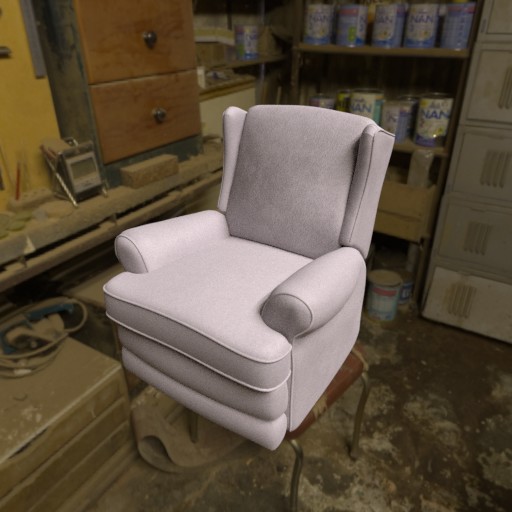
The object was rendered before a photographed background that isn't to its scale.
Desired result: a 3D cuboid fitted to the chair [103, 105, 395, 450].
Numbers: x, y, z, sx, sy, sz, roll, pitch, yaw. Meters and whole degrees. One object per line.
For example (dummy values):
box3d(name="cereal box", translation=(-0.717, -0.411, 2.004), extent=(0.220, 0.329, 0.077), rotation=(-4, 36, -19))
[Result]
box3d(name="chair", translation=(0.000, 0.000, 1.728), extent=(0.847, 1.011, 0.969), rotation=(17, 33, 29))
